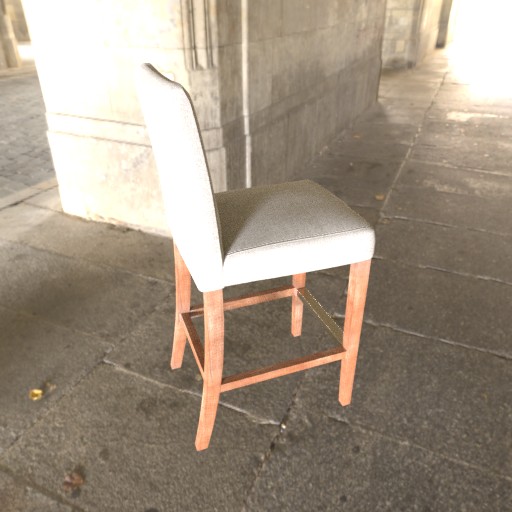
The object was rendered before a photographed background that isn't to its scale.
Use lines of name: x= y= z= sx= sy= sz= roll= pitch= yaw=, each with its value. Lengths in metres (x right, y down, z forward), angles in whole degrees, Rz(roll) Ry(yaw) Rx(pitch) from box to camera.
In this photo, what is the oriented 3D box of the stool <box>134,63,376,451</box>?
stool: x=0.000 y=0.000 z=1.371 sx=0.570 sy=1.088 sz=0.439 roll=-11 pitch=32 yaw=-18
